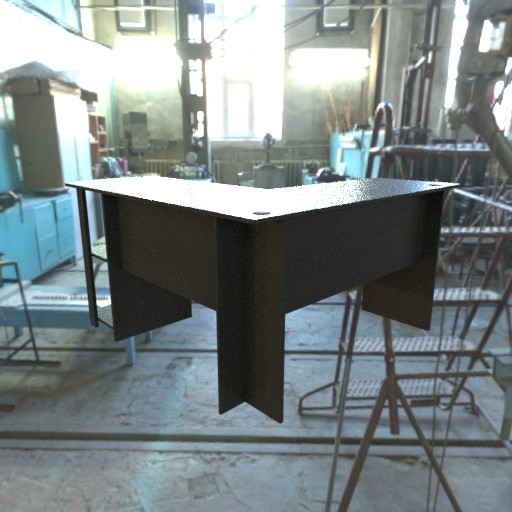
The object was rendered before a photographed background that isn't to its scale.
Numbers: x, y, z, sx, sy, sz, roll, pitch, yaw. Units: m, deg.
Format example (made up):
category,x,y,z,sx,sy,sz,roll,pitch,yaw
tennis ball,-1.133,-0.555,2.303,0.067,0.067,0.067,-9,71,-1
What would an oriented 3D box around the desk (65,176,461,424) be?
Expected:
category,x,y,z,sx,sy,sz,roll,pitch,yaw
desk,0.000,0.000,2.173,1.303,0.716,1.361,-14,20,-42
